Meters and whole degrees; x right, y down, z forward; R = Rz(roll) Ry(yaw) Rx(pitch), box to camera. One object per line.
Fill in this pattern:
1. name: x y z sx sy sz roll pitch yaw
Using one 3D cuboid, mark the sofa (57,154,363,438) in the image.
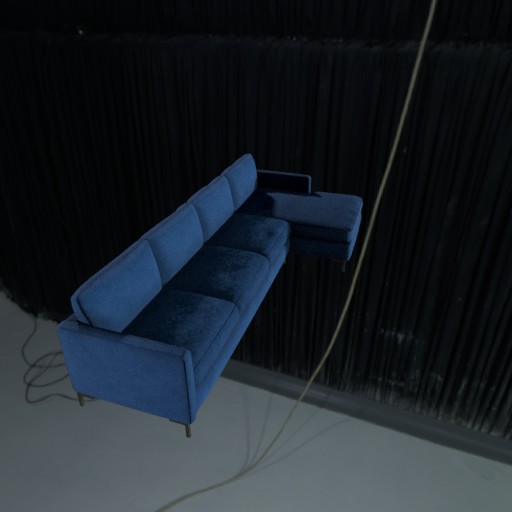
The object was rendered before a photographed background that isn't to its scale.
1. sofa: 0.000 0.000 3.509 1.350 0.810 2.932 10 31 16
